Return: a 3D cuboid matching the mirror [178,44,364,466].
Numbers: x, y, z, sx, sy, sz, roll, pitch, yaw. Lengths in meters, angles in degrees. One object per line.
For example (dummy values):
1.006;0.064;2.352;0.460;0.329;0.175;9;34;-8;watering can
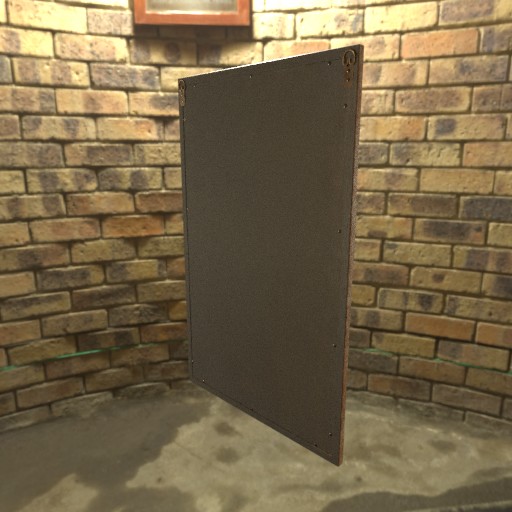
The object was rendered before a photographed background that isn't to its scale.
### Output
0.000;0.000;0.980;0.495;0.787;0.058;13;18;43;mirror
